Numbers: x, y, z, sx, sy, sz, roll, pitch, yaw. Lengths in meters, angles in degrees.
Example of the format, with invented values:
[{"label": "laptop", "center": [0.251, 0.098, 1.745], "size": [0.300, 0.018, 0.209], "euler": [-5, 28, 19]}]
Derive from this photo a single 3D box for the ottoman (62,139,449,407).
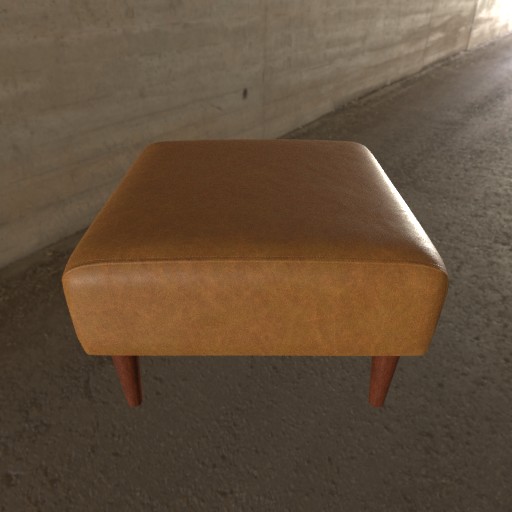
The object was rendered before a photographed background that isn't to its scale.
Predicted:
[{"label": "ottoman", "center": [0.000, 0.000, 1.049], "size": [0.650, 0.399, 0.650], "euler": [0, 32, 0]}]
